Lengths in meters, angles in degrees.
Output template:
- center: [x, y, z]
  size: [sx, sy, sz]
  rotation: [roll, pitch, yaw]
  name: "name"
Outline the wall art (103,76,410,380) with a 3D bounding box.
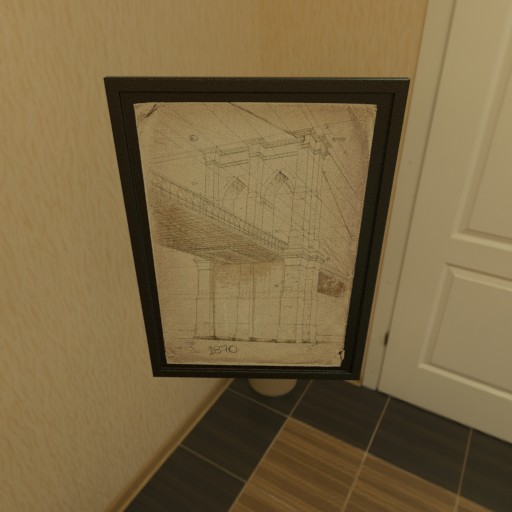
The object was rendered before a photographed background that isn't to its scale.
- center: [0.000, 0.000, 0.869]
  size: [0.480, 0.657, 0.016]
  rotation: [1, 31, 1]
  name: "wall art"
